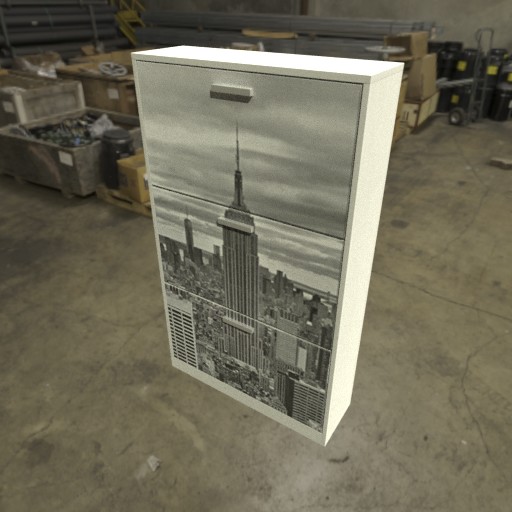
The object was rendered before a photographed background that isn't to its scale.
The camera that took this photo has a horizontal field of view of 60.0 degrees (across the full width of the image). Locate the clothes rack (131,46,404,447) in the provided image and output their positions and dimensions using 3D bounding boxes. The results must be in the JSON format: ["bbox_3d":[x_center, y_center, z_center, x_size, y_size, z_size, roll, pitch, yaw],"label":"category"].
[{"bbox_3d":[0.000,0.000,1.557,0.750,1.280,0.250,19,36,28],"label":"clothes rack"}]
